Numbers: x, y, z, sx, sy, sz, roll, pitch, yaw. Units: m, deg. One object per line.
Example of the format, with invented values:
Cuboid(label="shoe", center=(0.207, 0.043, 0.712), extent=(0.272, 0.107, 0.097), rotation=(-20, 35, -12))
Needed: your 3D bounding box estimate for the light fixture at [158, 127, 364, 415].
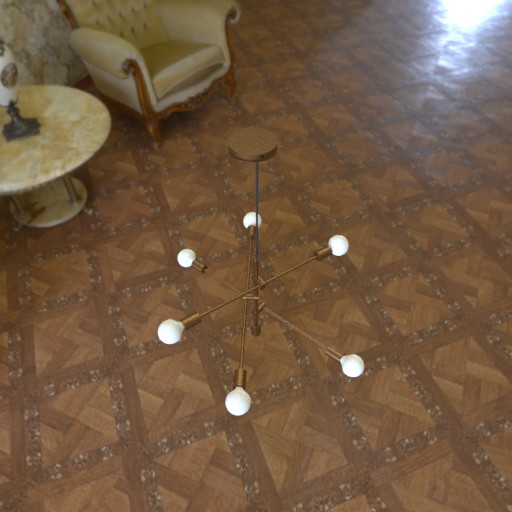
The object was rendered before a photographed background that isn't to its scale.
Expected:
Cuboid(label="light fixture", center=(0.000, 0.000, 1.253), extent=(0.637, 0.744, 0.682), rotation=(-17, 50, -15))
